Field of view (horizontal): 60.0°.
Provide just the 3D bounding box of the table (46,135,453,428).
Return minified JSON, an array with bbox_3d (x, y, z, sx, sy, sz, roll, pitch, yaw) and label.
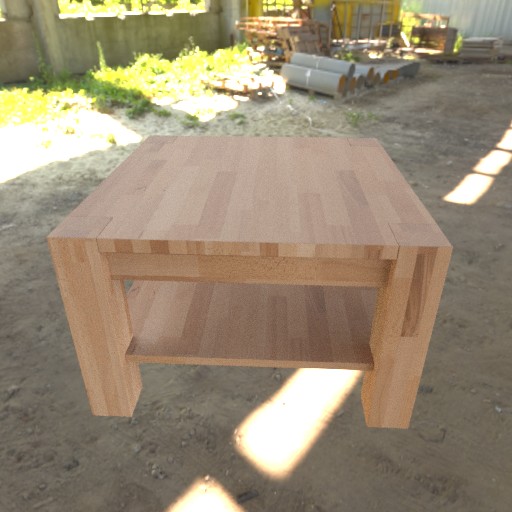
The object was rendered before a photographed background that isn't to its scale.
[{"bbox_3d":[0.000,0.000,1.175,0.700,0.451,0.700,1,30,3],"label":"table"}]
